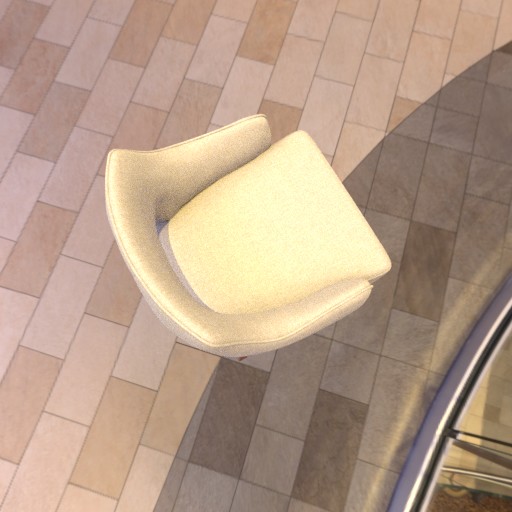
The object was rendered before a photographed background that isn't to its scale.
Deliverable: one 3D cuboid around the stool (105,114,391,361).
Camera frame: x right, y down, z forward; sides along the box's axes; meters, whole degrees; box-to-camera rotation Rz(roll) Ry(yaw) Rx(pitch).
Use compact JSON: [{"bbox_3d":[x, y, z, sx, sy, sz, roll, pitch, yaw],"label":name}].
[{"bbox_3d":[0.000,0.000,1.272,0.560,0.936,0.550,-28,76,-8],"label":"stool"}]
